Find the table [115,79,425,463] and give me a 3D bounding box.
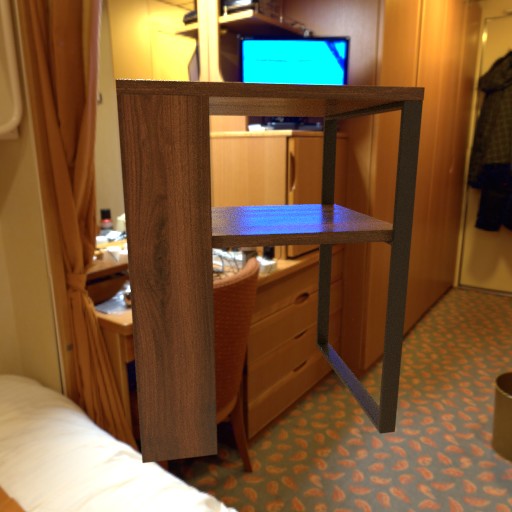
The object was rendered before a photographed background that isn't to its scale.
[{"bbox_3d":[0.000,0.000,1.539,0.786,1.041,0.660,-2,14,-10],"label":"table"}]
